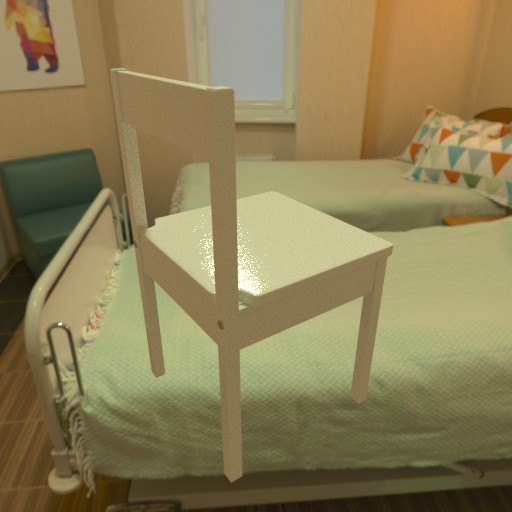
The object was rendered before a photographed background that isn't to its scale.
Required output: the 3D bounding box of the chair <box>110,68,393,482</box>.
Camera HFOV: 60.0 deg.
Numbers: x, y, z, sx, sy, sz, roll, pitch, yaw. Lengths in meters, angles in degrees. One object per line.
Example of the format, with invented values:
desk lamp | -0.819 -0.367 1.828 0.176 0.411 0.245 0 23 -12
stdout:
chair | 0.000 0.000 0.864 0.361 0.668 0.367 -18 32 -31
